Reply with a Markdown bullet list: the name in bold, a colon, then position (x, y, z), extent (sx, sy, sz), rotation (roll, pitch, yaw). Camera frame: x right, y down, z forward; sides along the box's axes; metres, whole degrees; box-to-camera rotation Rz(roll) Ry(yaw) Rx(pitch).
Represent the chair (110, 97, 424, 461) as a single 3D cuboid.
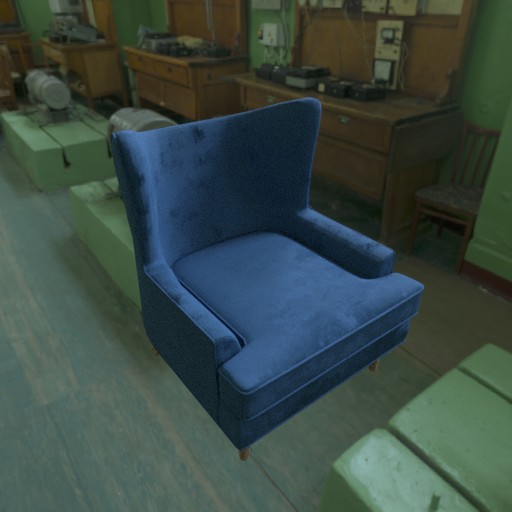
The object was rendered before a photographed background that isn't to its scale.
- **chair**: position (0.000, 0.000, 1.588), extent (0.793, 0.952, 0.910), rotation (-22, 38, -31)
